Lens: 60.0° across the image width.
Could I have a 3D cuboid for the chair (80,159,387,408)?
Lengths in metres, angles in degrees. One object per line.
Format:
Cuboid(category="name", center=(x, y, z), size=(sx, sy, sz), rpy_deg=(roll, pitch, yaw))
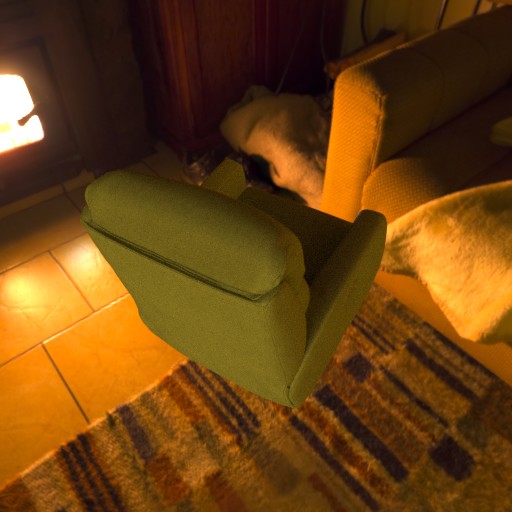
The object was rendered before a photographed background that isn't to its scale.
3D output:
Cuboid(category="chair", center=(0.000, 0.000, 1.671), size=(0.794, 1.016, 0.940), rpy_deg=(23, 51, 20))
